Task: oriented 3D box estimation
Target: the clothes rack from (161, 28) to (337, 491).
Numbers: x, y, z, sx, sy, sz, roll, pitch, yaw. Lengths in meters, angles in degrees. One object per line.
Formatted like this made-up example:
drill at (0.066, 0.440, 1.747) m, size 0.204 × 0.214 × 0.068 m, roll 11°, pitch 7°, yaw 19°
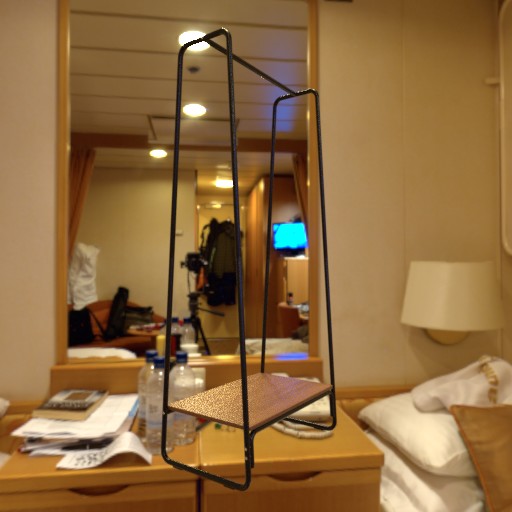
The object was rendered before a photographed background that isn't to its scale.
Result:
clothes rack at (0.000, 0.000, 1.758) m, size 0.400 × 1.500 × 0.640 m, roll -1°, pitch -1°, yaw 35°
